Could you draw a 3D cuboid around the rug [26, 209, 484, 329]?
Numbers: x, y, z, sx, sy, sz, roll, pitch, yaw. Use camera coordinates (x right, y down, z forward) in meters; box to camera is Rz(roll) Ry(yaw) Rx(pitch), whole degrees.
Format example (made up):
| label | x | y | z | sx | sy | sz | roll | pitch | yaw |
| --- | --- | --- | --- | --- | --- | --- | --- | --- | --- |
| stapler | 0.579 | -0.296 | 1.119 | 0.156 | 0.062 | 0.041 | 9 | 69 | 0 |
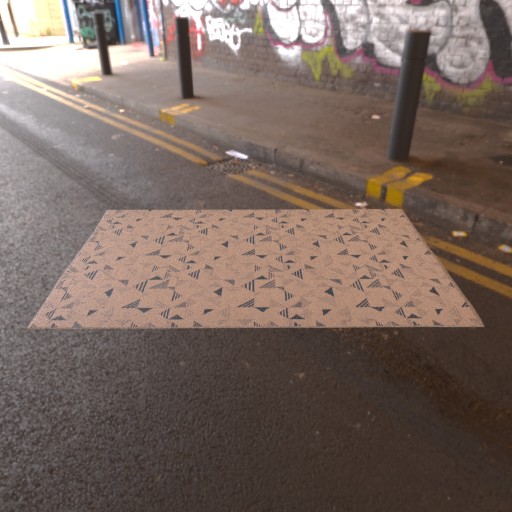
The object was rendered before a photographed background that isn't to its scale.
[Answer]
| label | x | y | z | sx | sy | sz | roll | pitch | yaw |
| --- | --- | --- | --- | --- | --- | --- | --- | --- | --- |
| rug | 0.000 | 0.000 | 3.013 | 2.457 | 0.009 | 1.512 | 0 | 30 | 0 |
